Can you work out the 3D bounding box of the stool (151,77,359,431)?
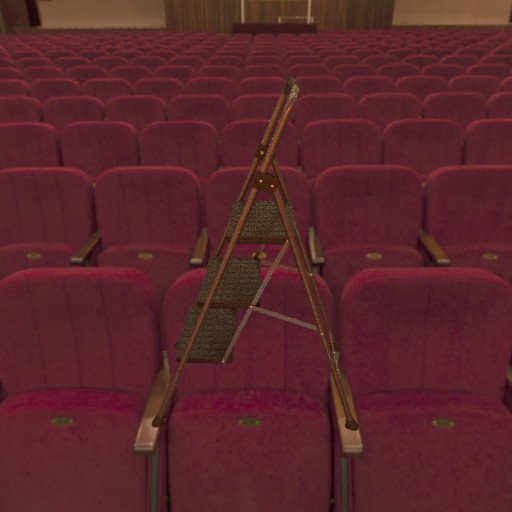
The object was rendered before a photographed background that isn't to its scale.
[{"bbox_3d":[0.000,0.000,1.512,0.733,1.121,0.473,1,27,1],"label":"stool"}]
